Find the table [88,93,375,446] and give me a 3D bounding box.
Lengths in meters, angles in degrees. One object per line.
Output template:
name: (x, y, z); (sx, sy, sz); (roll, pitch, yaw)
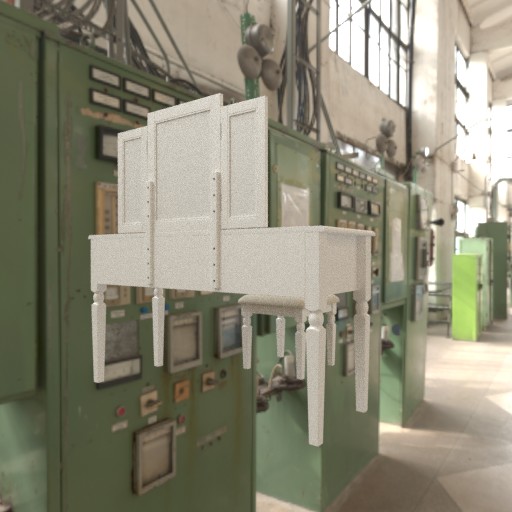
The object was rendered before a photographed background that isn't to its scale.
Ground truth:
table: (0.000, 0.000, 2.344); (1.369, 1.310, 1.115); (0, 0, 36)
